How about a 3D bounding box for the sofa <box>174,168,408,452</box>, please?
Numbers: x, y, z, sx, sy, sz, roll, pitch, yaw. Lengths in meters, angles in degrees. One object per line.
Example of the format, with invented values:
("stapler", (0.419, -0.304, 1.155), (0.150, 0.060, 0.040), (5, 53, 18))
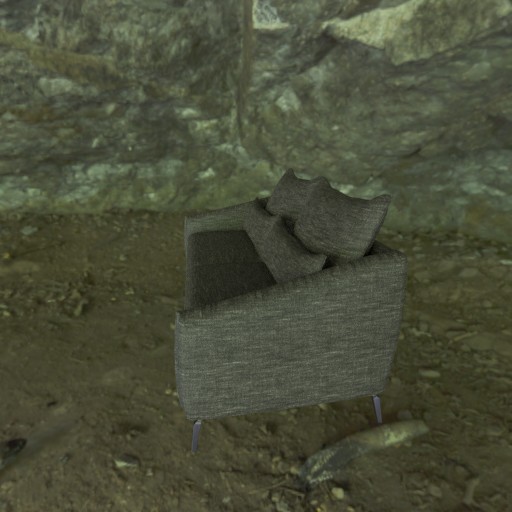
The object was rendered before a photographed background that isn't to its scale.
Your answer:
("sofa", (0.000, 0.000, 2.403), (0.807, 0.843, 2.019), (-2, 15, -8))
